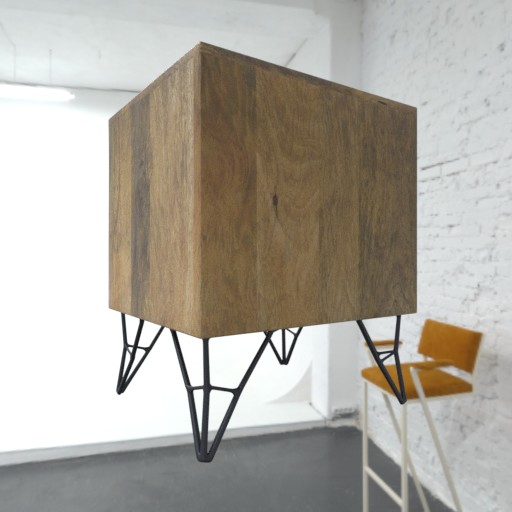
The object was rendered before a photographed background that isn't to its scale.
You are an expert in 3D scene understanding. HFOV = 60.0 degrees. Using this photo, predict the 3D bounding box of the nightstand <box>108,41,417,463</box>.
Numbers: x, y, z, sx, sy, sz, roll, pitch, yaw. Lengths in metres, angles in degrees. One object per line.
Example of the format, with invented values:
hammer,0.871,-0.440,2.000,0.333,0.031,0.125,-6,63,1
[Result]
nightstand,0.000,0.000,0.869,0.457,0.559,0.406,0,0,-35
